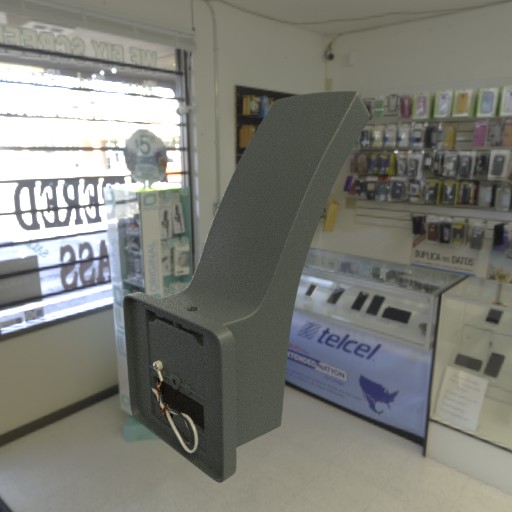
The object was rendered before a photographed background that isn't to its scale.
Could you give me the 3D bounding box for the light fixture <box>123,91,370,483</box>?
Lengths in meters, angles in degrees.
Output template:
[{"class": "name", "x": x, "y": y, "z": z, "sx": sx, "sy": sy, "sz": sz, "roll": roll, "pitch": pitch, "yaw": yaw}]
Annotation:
[{"class": "light fixture", "x": 0.000, "y": 0.000, "z": 0.334, "sx": 0.108, "sy": 0.243, "sz": 0.174, "roll": 13, "pitch": 18, "yaw": 43}]
